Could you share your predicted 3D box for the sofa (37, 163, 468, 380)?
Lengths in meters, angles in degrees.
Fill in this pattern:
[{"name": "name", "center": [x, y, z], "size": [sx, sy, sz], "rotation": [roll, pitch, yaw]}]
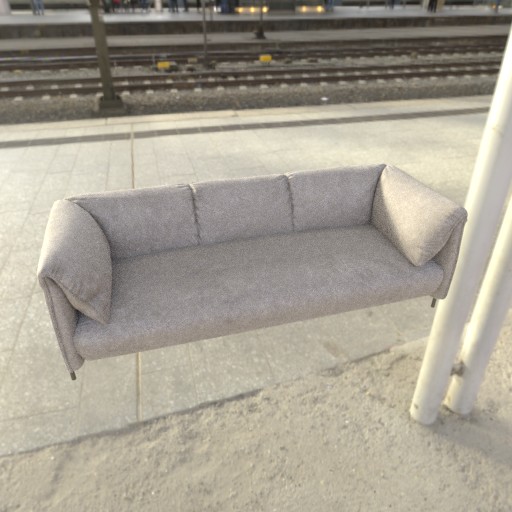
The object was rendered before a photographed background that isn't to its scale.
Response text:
[{"name": "sofa", "center": [0.000, 0.000, 2.674], "size": [2.238, 0.758, 0.899], "rotation": [-9, 32, -14]}]
